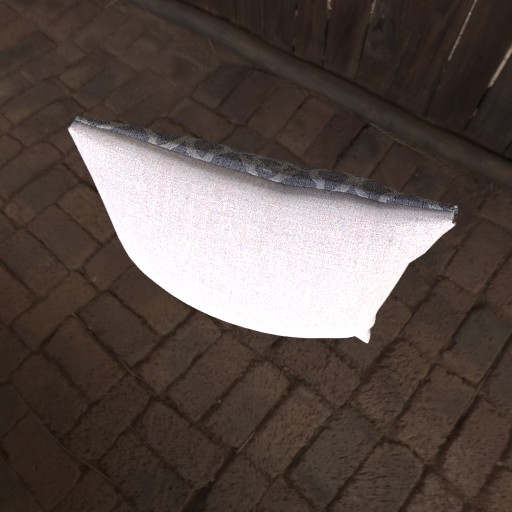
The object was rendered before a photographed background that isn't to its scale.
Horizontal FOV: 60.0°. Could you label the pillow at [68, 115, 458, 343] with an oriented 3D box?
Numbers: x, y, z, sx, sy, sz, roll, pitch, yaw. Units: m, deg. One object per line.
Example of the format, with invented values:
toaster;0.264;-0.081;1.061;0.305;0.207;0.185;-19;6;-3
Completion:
pillow;0.000;0.000;0.768;0.508;0.498;0.215;15;64;8
